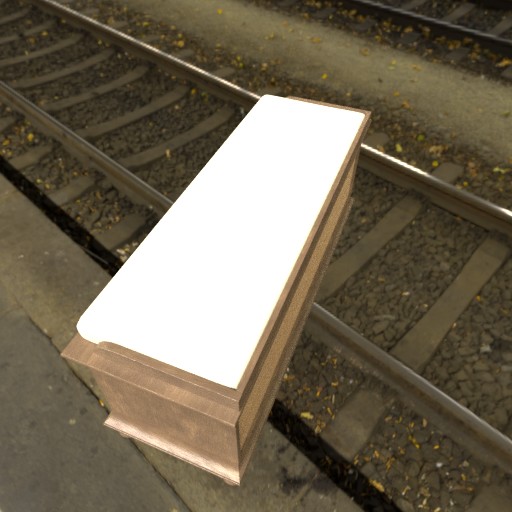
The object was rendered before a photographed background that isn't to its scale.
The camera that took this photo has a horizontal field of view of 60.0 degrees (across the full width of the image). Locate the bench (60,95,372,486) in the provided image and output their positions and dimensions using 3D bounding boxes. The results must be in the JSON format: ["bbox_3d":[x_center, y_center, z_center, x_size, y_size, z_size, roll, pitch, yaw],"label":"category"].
[{"bbox_3d":[0.000,0.000,1.397,0.402,0.501,1.185,17,49,15],"label":"bench"}]
